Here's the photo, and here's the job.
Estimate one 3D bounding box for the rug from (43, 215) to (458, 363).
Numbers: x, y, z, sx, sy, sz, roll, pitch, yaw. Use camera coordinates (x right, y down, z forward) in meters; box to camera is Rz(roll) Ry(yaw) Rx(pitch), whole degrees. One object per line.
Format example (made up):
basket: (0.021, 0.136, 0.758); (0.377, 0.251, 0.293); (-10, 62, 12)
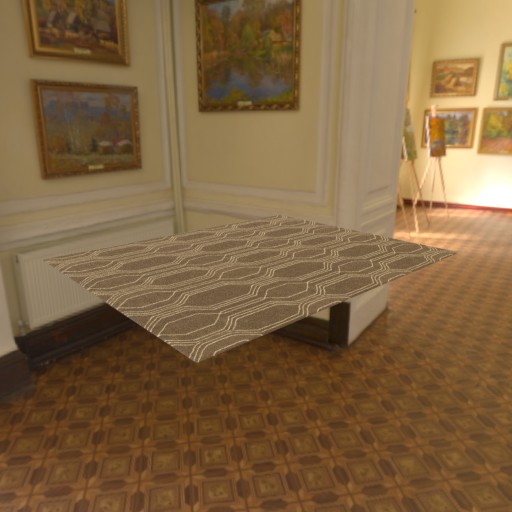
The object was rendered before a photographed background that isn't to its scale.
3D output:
rug: (0.000, 0.000, 4.181); (3.062, 0.012, 2.457); (-15, 22, -40)
